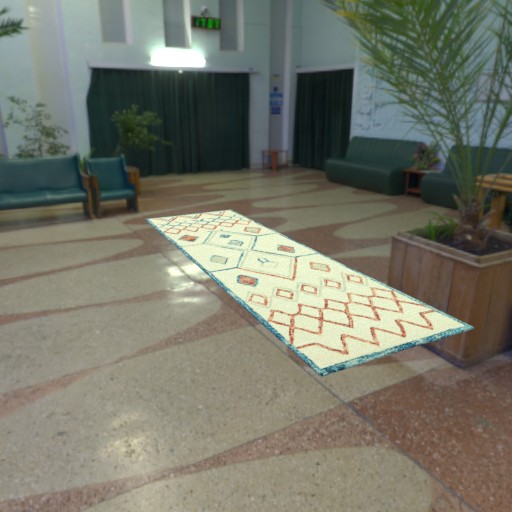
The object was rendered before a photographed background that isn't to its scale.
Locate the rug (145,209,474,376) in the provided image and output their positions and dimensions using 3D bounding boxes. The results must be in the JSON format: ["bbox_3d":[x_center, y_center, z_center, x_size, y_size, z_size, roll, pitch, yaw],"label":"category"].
[{"bbox_3d":[0.000,0.000,2.664,0.750,0.011,2.435,-9,21,-25],"label":"rug"}]
